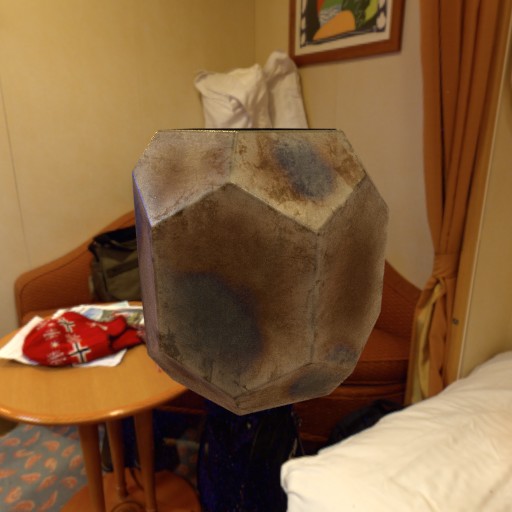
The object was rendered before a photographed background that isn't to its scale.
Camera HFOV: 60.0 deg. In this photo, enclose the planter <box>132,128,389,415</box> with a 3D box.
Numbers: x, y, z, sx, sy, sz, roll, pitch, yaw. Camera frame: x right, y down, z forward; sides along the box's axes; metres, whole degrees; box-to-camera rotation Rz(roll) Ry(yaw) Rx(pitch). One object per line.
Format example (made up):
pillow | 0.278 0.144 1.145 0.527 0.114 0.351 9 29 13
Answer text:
planter | 0.000 0.000 0.432 0.243 0.238 0.221 3 17 9
